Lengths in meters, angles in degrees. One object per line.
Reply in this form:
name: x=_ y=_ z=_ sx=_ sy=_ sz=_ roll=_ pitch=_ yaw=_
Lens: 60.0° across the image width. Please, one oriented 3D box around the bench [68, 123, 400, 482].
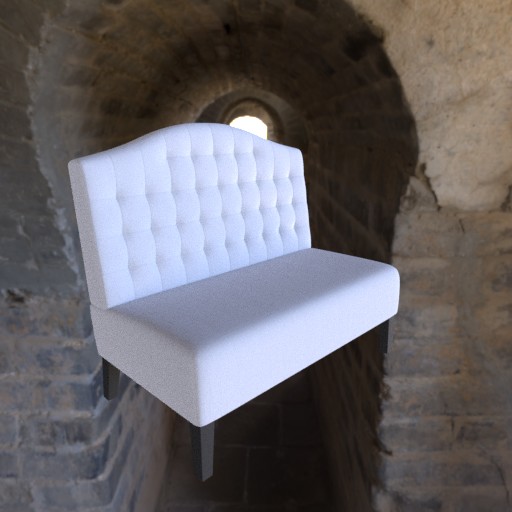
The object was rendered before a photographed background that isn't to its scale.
bench: x=0.000 y=0.000 z=2.047 sx=0.815 sy=1.180 sz=1.335 roll=16 pitch=22 yaw=43
